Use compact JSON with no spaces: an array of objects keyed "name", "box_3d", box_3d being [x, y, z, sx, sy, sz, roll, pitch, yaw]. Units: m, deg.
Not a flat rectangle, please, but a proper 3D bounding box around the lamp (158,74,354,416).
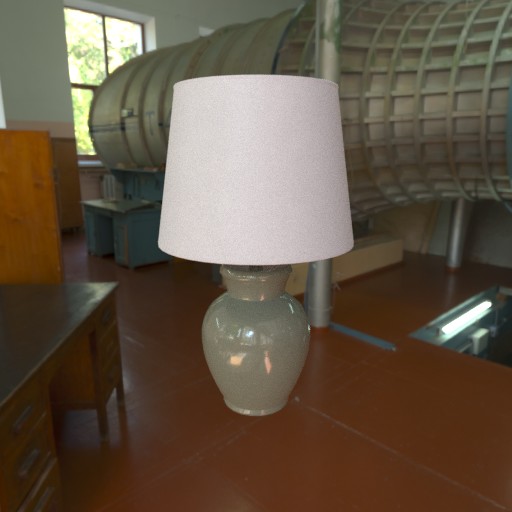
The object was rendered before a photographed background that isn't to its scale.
[{"name":"lamp","box_3d":[0.000,0.000,0.559,0.239,0.399,0.239,0,13,0]}]
